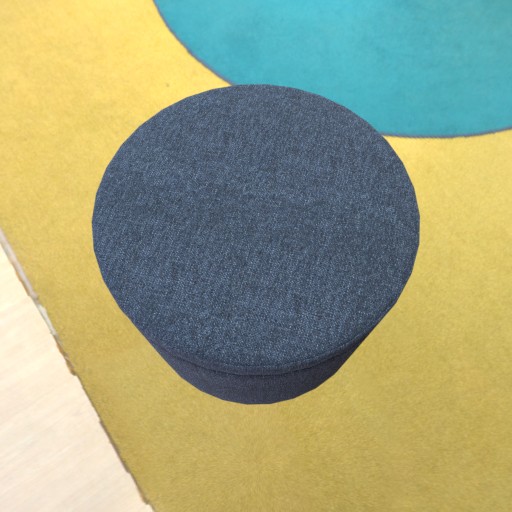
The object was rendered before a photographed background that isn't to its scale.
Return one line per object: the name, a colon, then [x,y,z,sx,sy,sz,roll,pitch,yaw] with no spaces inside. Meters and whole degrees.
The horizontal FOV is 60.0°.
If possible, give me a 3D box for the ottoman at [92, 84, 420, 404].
ottoman: [0.000,0.000,0.843,0.500,0.419,0.500,0,65,0]
